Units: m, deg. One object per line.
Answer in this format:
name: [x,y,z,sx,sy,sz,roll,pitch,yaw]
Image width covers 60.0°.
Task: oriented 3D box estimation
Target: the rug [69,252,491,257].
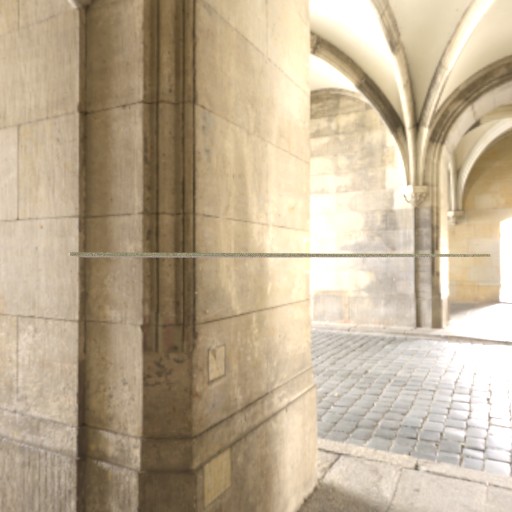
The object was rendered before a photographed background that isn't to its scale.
rug: [0.000,0.000,4.100,3.039,0.019,2.420,0,0,-19]
